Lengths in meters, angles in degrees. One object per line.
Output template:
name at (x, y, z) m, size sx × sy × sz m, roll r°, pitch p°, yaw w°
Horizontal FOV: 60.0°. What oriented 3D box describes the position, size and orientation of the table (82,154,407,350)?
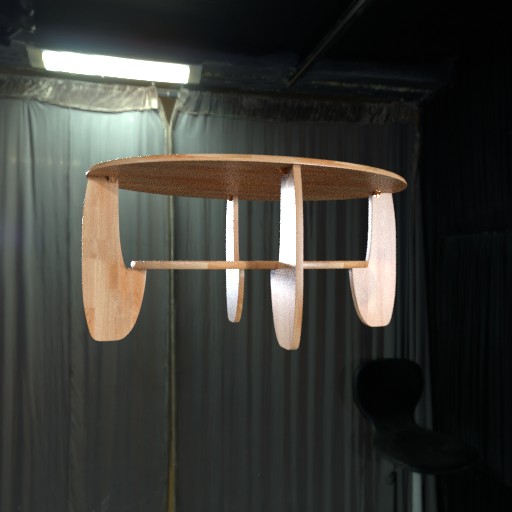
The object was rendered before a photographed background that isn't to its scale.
table at (0.000, 0.000, 1.422) m, size 1.040 × 0.490 × 0.690 m, roll 0°, pitch -1°, yaw -18°
